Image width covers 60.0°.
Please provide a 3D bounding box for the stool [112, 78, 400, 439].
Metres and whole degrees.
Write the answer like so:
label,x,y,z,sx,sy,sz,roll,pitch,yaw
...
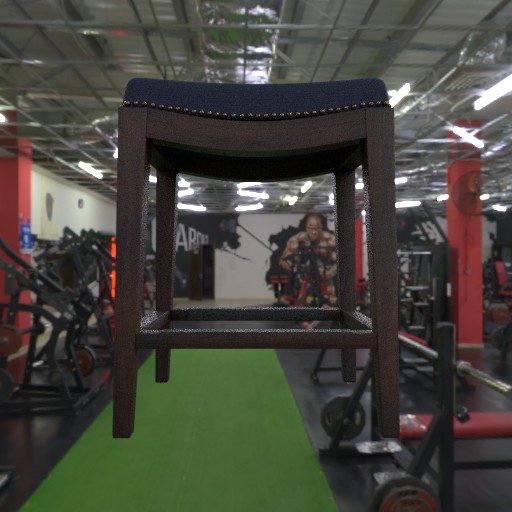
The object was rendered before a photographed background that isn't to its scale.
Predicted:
label,x,y,z,sx,sy,sz,roll,pitch,yaw
stool,0.000,0.000,0.948,0.500,0.642,0.361,0,0,0
